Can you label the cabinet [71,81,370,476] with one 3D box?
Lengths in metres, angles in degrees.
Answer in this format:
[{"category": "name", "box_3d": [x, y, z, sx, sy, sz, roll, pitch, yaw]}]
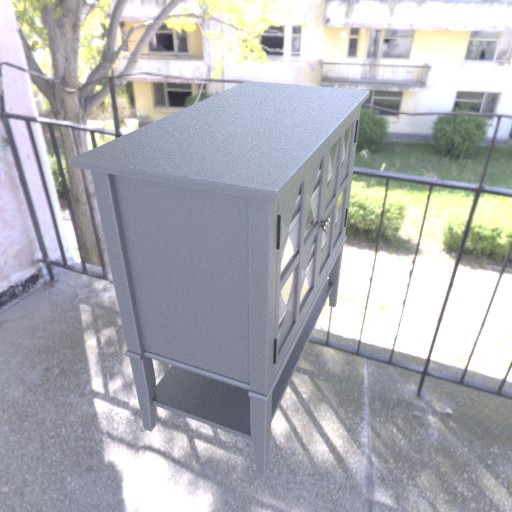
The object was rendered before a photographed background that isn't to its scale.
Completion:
[{"category": "cabinet", "box_3d": [0.000, 0.000, 1.257, 0.396, 0.780, 0.801, 12, 34, 19]}]
